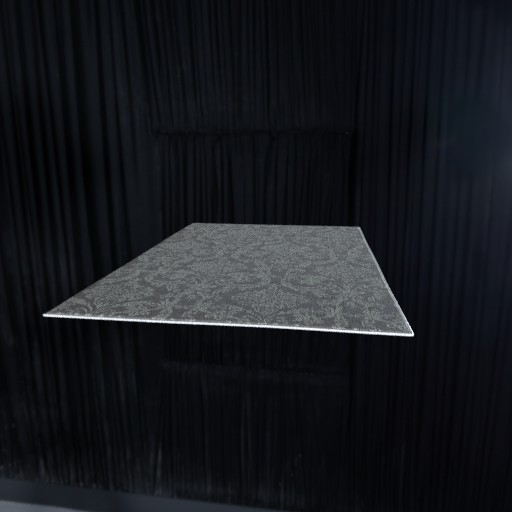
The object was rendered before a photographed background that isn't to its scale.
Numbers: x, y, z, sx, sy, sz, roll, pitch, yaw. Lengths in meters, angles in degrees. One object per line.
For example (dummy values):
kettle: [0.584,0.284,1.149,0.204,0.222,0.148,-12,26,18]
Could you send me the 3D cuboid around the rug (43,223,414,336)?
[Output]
rug: [0.000,0.000,3.447,1.819,0.018,2.746,2,14,8]
